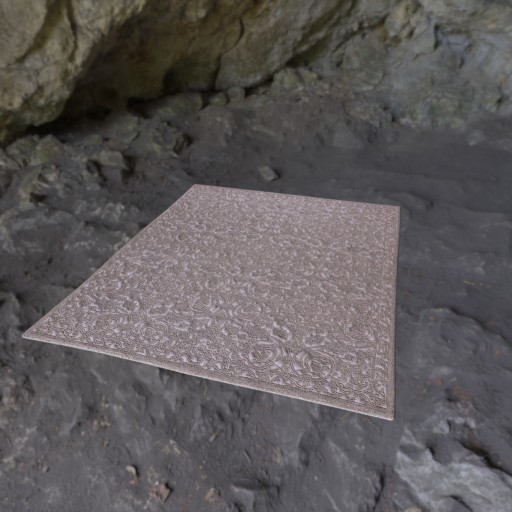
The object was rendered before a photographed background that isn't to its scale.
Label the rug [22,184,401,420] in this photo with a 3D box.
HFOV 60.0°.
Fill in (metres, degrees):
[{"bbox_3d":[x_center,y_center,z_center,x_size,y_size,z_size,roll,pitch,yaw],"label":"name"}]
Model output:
[{"bbox_3d":[0.000,0.000,3.975,2.472,0.035,3.017,8,31,14],"label":"rug"}]
